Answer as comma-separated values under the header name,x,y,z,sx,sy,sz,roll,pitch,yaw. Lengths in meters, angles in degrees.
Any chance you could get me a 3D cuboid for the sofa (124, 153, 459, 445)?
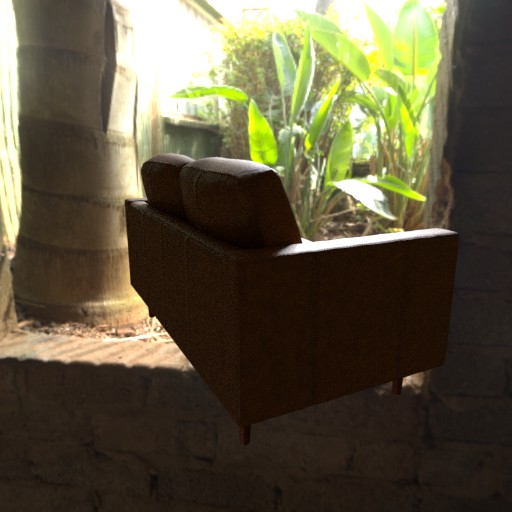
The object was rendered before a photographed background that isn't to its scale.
name,x,y,z,sx,sy,sz,roll,pitch,yaw
sofa,0.000,0.000,2.123,0.909,0.951,1.578,-7,16,-26
